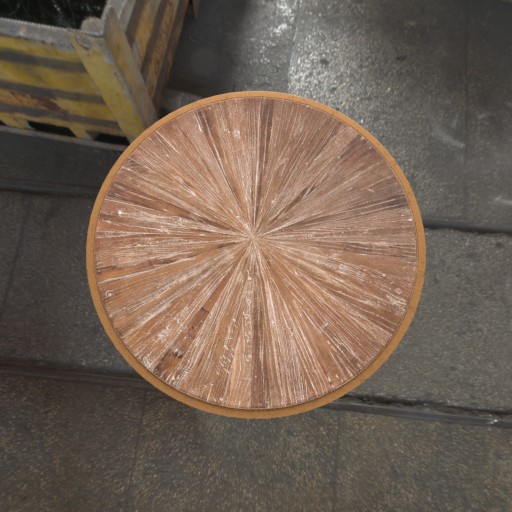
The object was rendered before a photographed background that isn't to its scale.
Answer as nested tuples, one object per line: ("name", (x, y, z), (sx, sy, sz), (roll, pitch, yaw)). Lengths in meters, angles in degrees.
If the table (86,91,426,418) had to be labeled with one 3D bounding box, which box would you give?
("table", (0.000, 0.000, 1.502), (1.001, 0.409, 1.001), (0, 76, 0))
